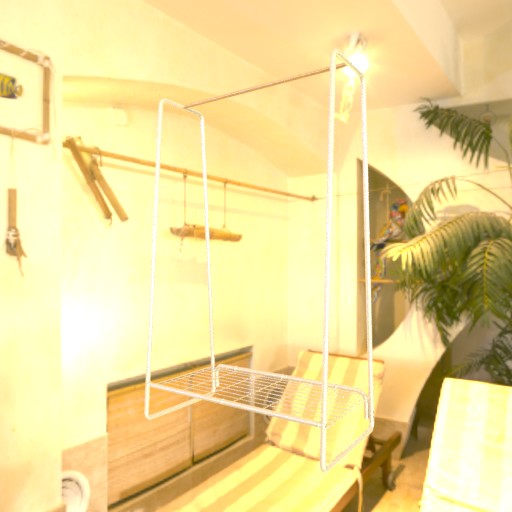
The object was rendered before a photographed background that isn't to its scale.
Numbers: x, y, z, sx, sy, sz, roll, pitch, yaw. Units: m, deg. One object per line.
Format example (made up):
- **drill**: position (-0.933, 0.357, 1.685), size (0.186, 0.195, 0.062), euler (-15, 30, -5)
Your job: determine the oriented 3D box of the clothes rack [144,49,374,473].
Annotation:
- **clothes rack**: position (0.000, 0.000, 1.959), size (0.900, 1.500, 0.495), euler (0, 0, 35)
